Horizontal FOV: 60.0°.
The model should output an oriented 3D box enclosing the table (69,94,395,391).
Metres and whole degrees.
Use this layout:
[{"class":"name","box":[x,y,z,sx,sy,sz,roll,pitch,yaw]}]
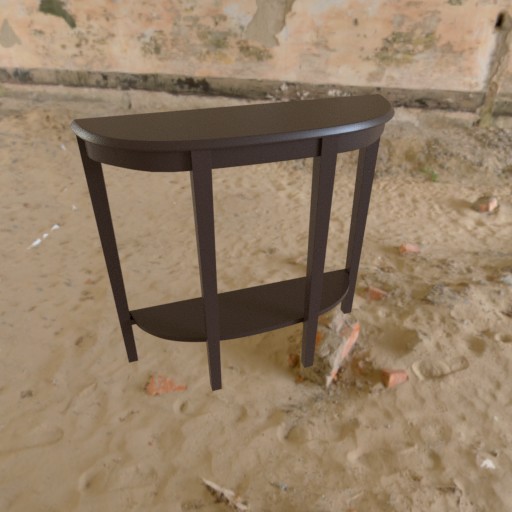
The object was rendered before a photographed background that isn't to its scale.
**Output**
[{"class":"table","box":[0.000,0.000,1.350,0.909,0.831,0.274,-10,34,-15]}]
